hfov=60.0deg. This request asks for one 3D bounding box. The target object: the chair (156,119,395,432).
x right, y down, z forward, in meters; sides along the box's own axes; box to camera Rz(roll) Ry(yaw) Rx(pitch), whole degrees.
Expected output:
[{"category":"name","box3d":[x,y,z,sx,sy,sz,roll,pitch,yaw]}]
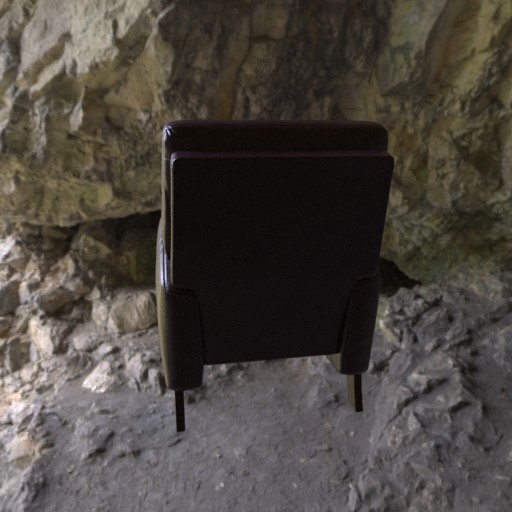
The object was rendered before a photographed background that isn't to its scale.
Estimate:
[{"category":"chair","box3d":[0.000,0.000,1.717,0.762,0.990,0.990,-3,16,-10]}]
